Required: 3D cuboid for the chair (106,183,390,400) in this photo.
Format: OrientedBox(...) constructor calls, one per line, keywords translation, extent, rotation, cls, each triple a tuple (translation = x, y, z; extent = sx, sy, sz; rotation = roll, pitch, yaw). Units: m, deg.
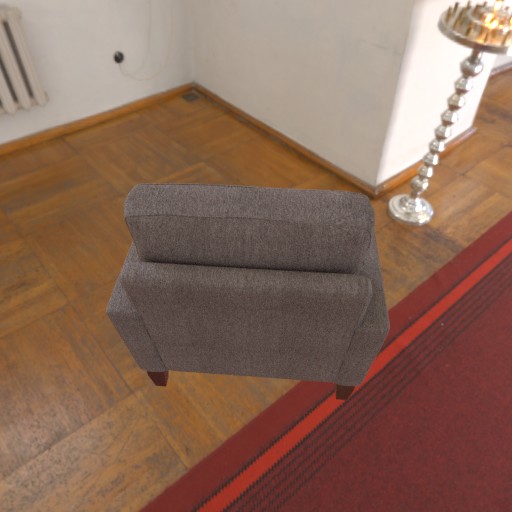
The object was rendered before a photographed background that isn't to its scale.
OrientedBox(translation=(0.000, 0.000, 1.682), extent=(0.855, 0.993, 0.897), rotation=(3, 45, 3), cls="chair")
